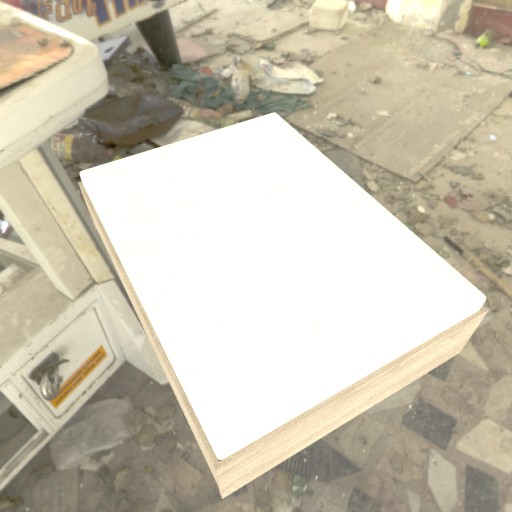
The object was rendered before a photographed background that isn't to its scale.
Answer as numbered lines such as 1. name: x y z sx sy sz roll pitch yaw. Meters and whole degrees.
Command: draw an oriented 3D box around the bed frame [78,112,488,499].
1. bed frame: 0.000 0.000 2.554 1.448 0.490 1.944 -23 52 -19
